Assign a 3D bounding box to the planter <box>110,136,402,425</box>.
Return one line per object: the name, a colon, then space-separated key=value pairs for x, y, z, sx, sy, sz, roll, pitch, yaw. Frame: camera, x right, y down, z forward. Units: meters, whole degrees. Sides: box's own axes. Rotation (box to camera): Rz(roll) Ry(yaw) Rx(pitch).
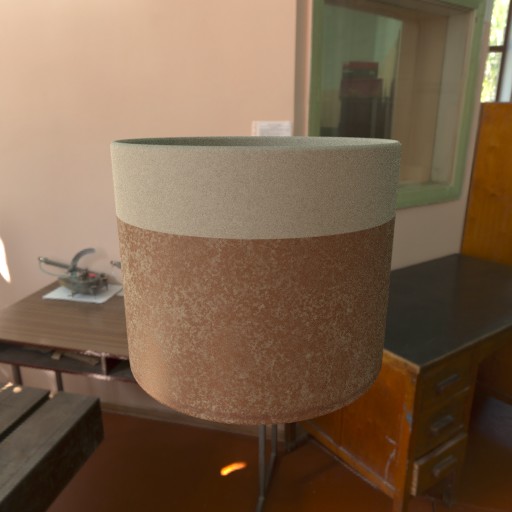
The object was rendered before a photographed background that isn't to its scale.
planter: x=0.000 y=0.000 z=0.271 sx=0.159 sy=0.138 sz=0.159 roll=0 pitch=17 yaw=0
